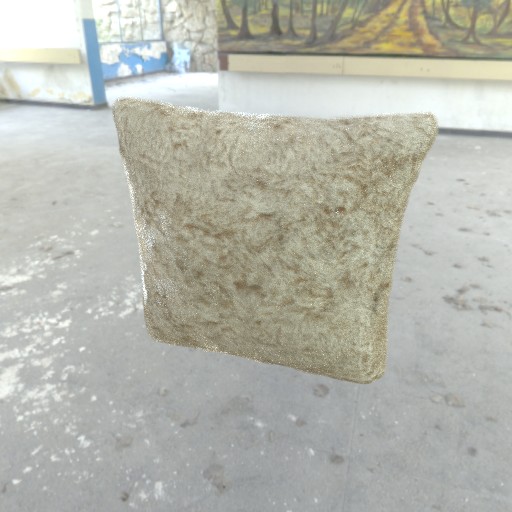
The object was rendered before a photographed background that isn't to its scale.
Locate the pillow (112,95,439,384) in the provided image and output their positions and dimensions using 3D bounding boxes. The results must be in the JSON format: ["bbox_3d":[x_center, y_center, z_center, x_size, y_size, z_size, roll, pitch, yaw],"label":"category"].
[{"bbox_3d":[0.000,0.000,0.798,0.538,0.525,0.216,8,29,16],"label":"pillow"}]
